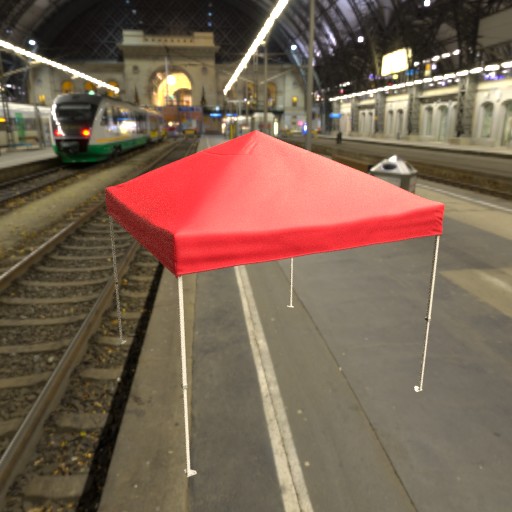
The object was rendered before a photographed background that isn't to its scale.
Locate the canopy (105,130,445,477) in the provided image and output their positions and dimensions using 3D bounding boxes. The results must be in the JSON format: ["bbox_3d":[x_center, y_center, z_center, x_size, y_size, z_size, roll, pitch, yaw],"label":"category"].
[{"bbox_3d":[0.000,0.000,5.502,2.996,2.997,2.998,-8,18,-27],"label":"canopy"}]
